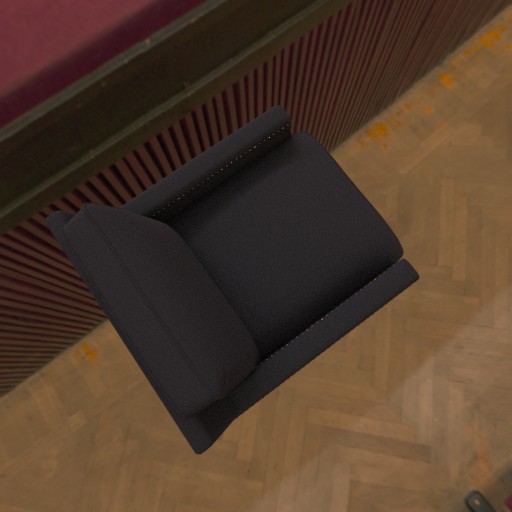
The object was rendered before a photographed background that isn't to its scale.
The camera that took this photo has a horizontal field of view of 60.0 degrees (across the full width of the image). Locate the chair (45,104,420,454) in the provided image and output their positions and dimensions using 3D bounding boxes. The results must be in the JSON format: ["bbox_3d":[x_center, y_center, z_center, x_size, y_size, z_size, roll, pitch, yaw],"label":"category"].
[{"bbox_3d":[0.000,0.000,1.676,1.014,0.943,0.853,-35,80,-7],"label":"chair"}]
